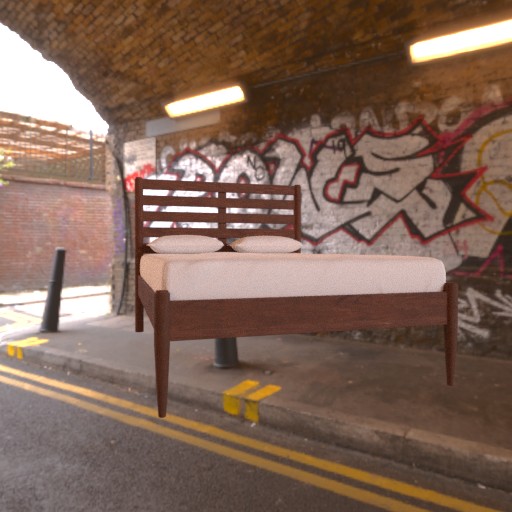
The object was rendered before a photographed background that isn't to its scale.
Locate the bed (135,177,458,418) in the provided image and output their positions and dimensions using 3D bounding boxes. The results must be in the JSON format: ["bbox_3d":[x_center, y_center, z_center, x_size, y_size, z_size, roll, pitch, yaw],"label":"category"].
[{"bbox_3d":[0.000,0.000,2.998,1.509,1.304,2.093,0,1,-17],"label":"bed"}]
